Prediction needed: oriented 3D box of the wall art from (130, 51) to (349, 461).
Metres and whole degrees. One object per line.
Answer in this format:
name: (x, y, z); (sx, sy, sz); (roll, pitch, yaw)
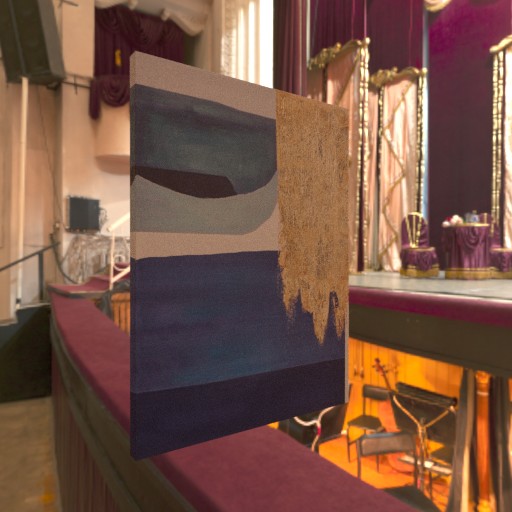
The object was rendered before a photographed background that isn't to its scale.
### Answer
wall art: (0.000, 0.000, 0.805); (0.458, 0.613, 0.026); (0, 0, -35)
